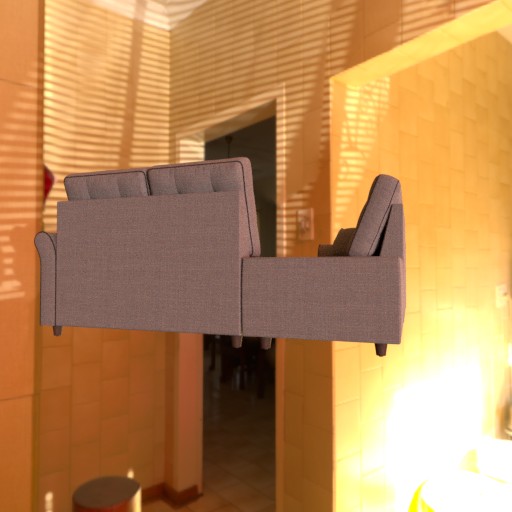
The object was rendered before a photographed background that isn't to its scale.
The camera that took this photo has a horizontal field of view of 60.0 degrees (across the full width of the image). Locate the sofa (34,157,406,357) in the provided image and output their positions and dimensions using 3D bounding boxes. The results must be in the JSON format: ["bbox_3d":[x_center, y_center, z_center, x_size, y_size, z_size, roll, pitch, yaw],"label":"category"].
[{"bbox_3d":[0.000,0.000,3.260,2.070,0.988,2.068,-1,-2,19],"label":"sofa"}]
